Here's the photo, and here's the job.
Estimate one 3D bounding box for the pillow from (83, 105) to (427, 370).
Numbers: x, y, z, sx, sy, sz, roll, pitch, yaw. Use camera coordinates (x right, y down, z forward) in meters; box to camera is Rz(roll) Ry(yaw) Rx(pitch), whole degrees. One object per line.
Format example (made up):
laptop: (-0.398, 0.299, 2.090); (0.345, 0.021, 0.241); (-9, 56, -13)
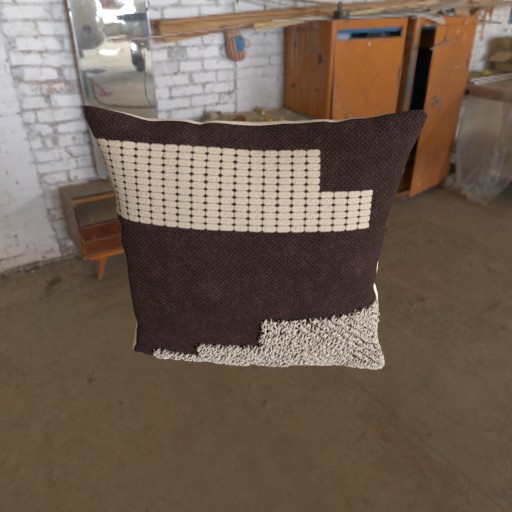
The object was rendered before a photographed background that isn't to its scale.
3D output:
pillow: (0.000, 0.000, 0.721); (0.475, 0.473, 0.178); (1, 30, 2)
